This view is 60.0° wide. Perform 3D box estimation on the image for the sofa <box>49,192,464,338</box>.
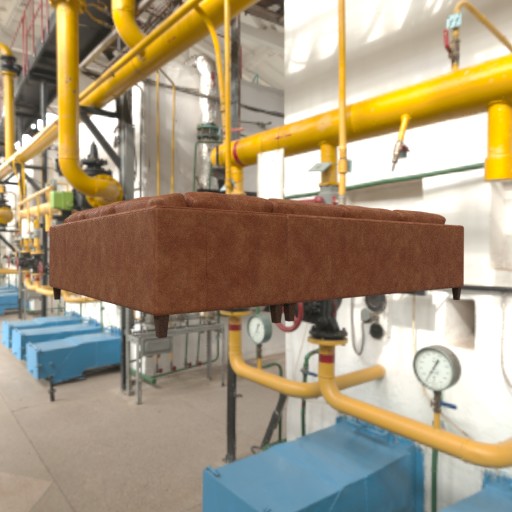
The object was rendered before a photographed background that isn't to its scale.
[{"bbox_3d":[0.000,0.000,4.221,3.167,0.838,2.438,-1,1,-37],"label":"sofa"}]
